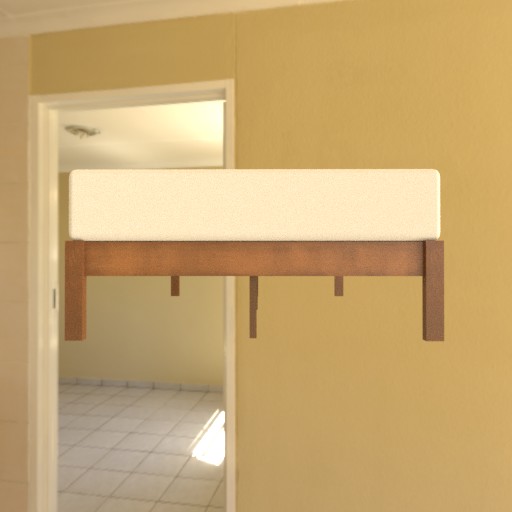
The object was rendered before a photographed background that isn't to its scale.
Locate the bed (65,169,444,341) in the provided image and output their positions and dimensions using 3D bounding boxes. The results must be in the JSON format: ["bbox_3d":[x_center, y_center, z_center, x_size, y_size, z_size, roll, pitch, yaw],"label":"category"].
[{"bbox_3d":[0.000,0.000,2.539,1.348,0.616,1.927,0,0,0],"label":"bed"}]
